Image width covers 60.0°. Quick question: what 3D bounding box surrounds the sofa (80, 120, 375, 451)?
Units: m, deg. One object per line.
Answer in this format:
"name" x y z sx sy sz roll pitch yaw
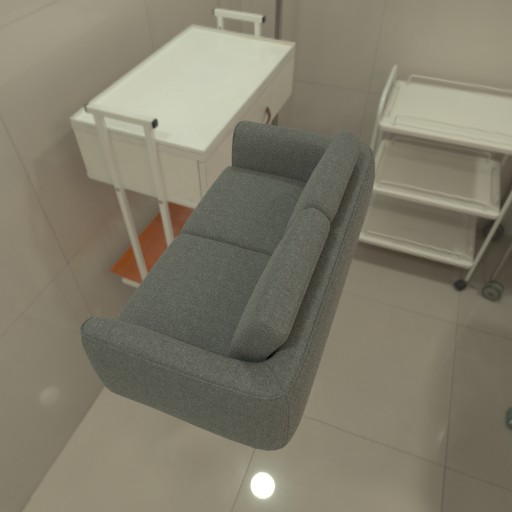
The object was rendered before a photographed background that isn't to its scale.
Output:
"sofa" 0.000 0.000 2.245 0.920 0.870 1.700 15 49 14
